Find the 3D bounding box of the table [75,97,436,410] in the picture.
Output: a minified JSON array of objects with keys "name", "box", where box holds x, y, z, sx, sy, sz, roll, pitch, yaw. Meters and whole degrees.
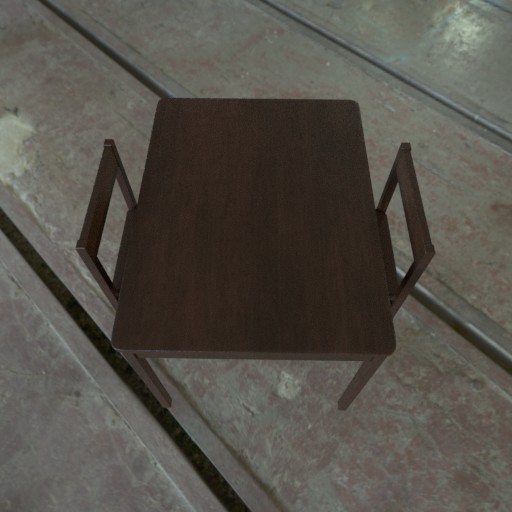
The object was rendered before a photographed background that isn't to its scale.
[{"name":"table","box":[0.000,0.000,1.109,0.672,0.503,0.650,1,59,0]}]
